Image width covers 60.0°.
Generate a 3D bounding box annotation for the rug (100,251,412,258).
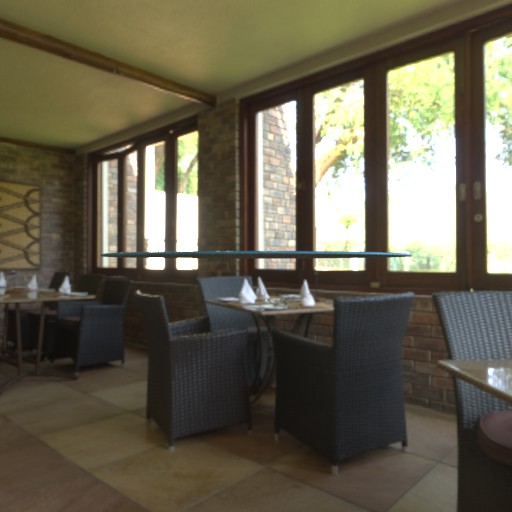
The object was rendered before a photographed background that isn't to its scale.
[{"bbox_3d":[0.000,0.000,2.397,1.593,0.012,1.593,0,-1,0],"label":"rug"}]
